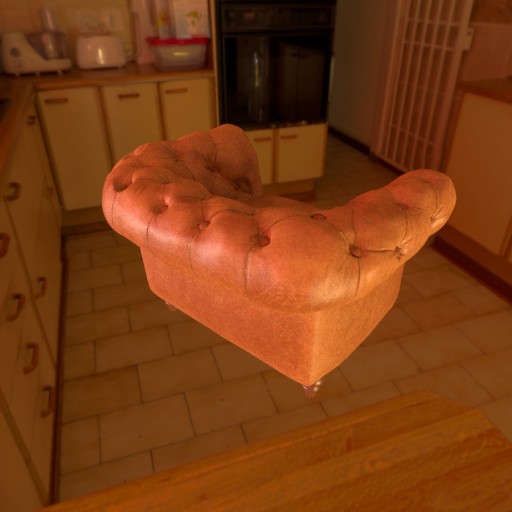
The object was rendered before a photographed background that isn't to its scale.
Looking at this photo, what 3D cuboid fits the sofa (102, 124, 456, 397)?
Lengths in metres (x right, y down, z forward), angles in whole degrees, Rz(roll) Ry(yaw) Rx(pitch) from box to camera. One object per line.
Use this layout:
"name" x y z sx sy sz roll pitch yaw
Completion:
"sofa" 0.000 0.000 2.062 1.405 0.878 1.033 24 39 34
